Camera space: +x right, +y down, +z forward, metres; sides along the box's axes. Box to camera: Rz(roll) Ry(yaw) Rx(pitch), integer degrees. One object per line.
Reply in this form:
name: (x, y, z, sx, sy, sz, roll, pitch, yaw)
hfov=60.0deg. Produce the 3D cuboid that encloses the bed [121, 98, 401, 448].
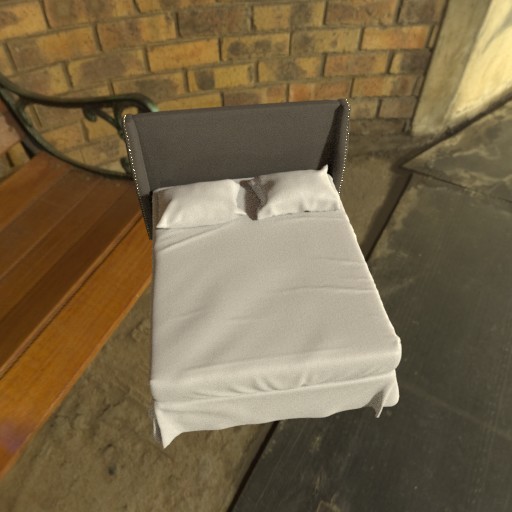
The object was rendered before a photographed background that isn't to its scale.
bed: (0.000, 0.000, 3.457, 1.925, 1.332, 2.276, -6, 48, -5)
